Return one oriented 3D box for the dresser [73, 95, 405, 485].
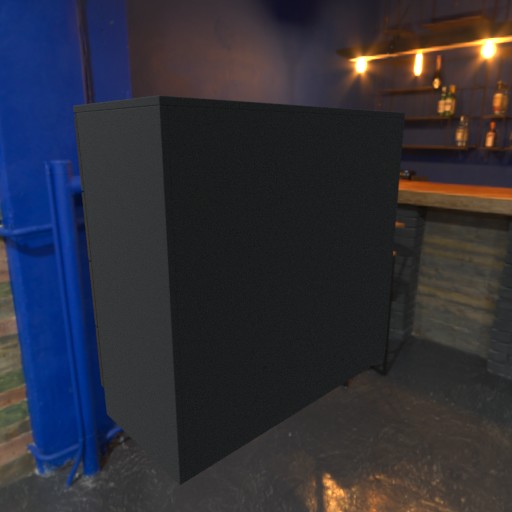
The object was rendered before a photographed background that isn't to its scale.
[{"bbox_3d":[0.000,0.000,1.148,0.750,0.720,0.360,-14,20,-42],"label":"dresser"}]
